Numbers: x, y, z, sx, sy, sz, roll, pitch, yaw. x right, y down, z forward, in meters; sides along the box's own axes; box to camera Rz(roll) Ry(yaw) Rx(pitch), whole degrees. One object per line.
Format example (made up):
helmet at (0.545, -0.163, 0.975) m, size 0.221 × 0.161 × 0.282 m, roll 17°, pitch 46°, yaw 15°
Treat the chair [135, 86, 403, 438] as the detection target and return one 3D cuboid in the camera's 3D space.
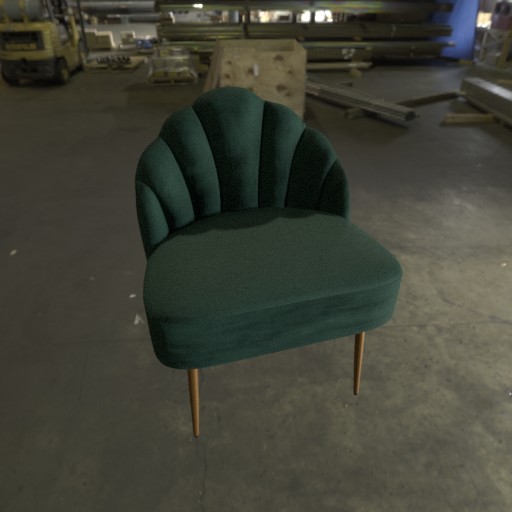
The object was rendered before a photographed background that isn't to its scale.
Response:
chair at (0.000, 0.000, 1.277) m, size 0.657 × 0.819 × 0.599 m, roll -9°, pitch 34°, yaw -15°
